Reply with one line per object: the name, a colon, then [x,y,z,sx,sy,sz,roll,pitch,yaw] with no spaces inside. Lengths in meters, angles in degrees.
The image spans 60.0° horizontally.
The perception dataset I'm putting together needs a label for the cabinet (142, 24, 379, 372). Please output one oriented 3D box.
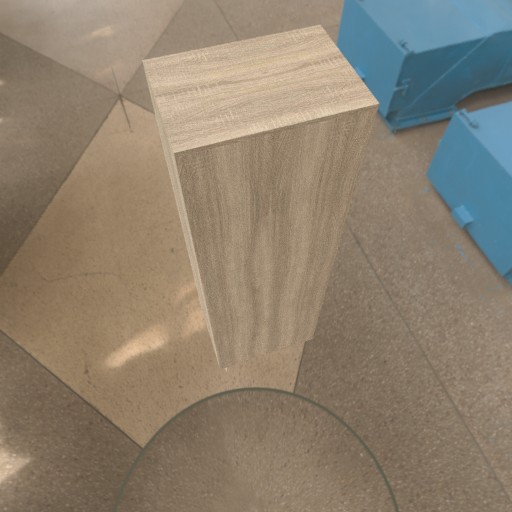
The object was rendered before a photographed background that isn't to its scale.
cabinet: [0.000,0.000,2.034,0.570,1.850,0.400,-16,59,-10]
